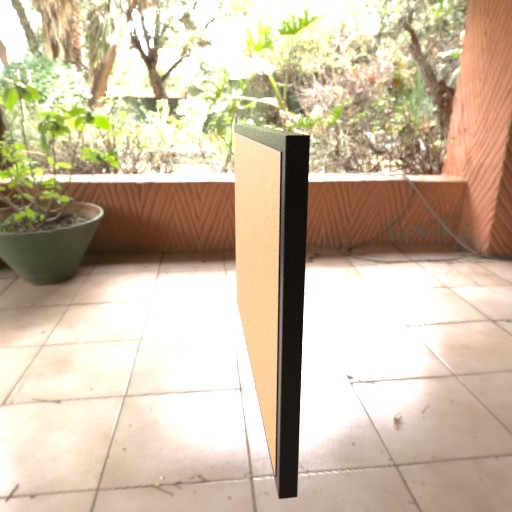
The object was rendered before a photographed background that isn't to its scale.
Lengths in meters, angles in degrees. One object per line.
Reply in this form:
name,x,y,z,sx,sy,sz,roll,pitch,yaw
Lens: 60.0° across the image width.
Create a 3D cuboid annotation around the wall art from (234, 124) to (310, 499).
wall art,0.000,0.000,0.820,0.027,0.458,0.657,-2,18,-7
